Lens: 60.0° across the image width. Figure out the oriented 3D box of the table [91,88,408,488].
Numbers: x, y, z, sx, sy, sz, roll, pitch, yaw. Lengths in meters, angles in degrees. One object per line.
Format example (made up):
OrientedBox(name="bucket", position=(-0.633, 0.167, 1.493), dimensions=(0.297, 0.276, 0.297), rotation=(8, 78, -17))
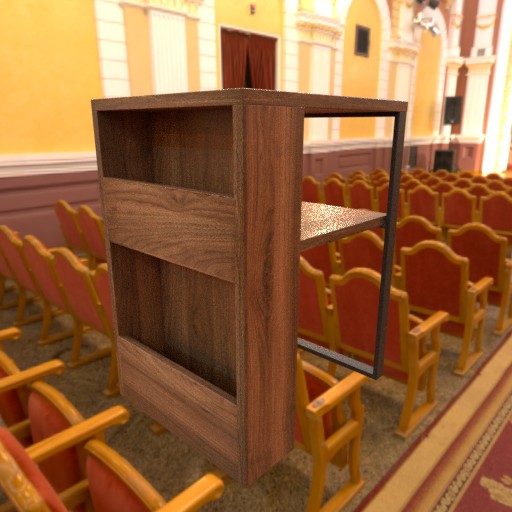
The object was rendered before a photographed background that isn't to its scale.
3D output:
OrientedBox(name="table", position=(0.000, 0.000, 1.570), dimensions=(0.660, 1.041, 0.786), rotation=(15, 22, 41))
